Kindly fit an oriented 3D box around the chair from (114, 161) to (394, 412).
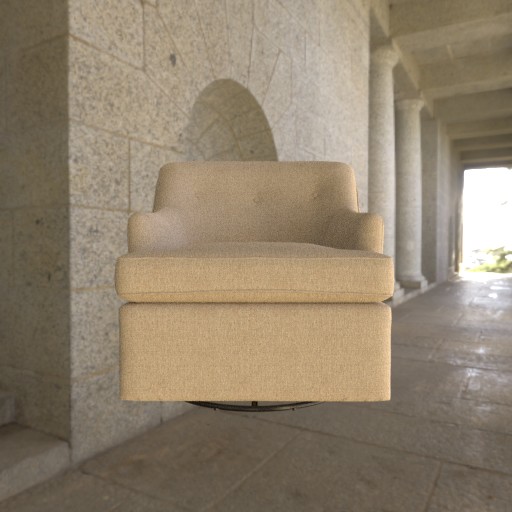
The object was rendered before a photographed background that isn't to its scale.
[{"bbox_3d":[0.000,0.000,1.648,0.864,0.856,0.923,0,1,0],"label":"chair"}]
